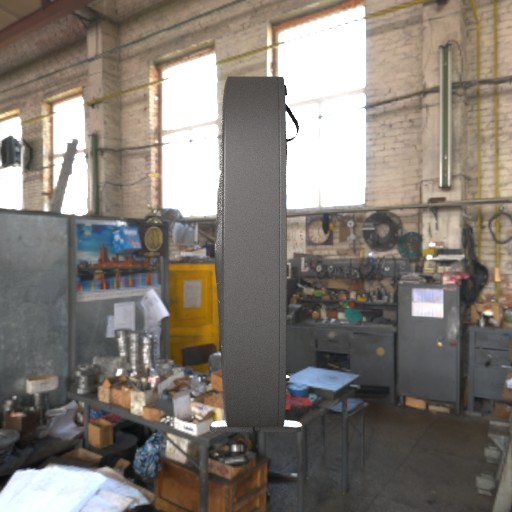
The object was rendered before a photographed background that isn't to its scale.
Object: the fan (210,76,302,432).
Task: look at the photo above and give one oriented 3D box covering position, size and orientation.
[{"bbox_3d":[0.000,0.000,0.810,0.142,0.533,0.526,0,0,0],"label":"fan"}]
